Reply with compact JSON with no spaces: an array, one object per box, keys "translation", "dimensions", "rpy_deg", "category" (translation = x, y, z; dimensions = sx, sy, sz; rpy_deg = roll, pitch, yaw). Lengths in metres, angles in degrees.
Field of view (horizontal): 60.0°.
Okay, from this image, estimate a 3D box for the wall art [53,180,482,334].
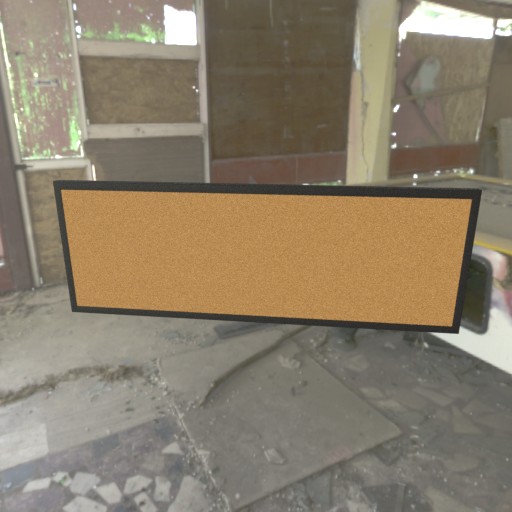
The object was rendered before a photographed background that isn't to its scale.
[{"translation":[0.000,0.000,1.721],"dimensions":[1.572,0.554,0.041],"rpy_deg":[2,19,7],"category":"wall art"}]
